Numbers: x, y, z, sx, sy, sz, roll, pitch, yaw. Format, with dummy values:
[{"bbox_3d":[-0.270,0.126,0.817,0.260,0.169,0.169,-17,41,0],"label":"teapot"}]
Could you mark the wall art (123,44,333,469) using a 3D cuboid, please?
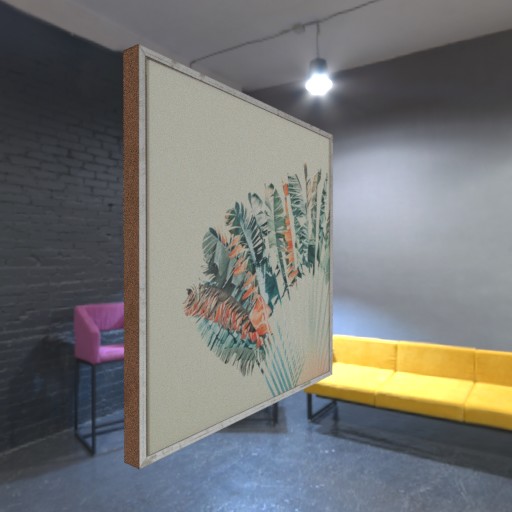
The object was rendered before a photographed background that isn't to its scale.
[{"bbox_3d":[0.000,0.000,0.740,0.029,0.506,0.508,0,1,36],"label":"wall art"}]
